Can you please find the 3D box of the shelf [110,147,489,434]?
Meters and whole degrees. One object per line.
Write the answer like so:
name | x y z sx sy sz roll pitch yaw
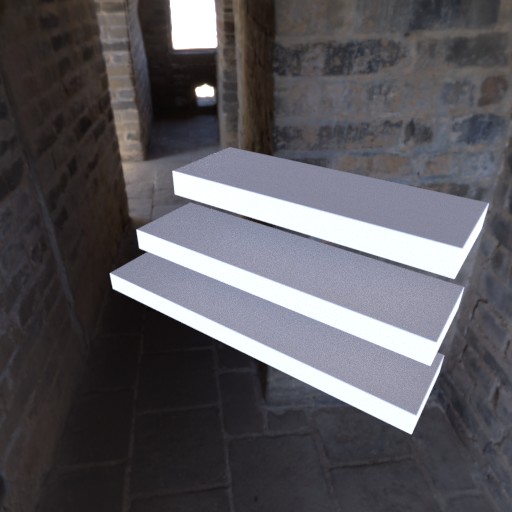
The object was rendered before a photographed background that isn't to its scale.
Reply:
shelf | 0.000 0.000 0.726 0.610 0.293 0.140 19 36 29
